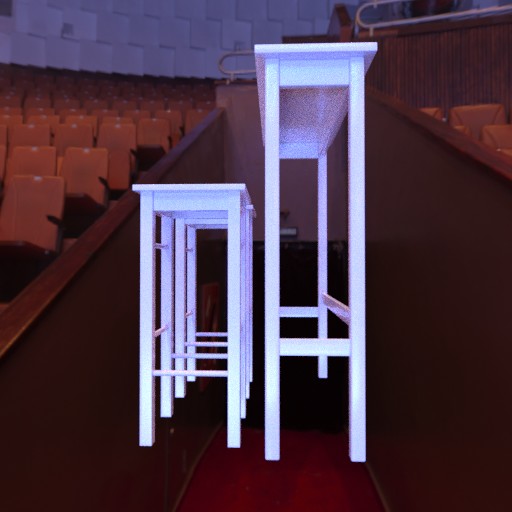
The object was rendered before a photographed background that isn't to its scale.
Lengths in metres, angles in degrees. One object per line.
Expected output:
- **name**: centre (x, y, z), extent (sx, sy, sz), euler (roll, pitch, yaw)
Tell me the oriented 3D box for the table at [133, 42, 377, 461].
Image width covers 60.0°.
- **table**: centre (0.000, 0.000, 1.579), extent (0.650, 1.065, 0.915), euler (0, -1, 2)
